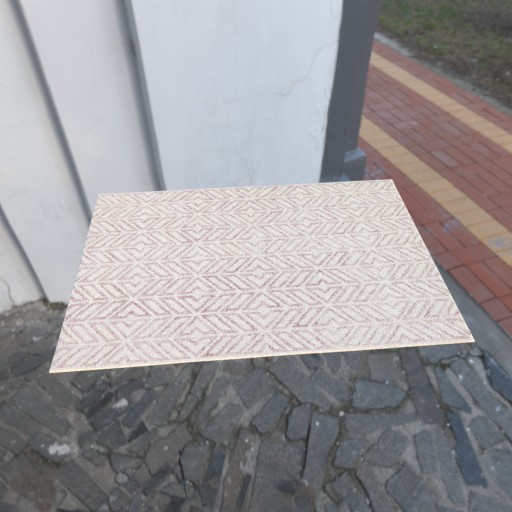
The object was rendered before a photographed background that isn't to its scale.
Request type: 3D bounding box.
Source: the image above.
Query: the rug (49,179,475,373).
[{"bbox_3d":[0.000,0.000,2.322,1.828,0.007,1.220,-3,45,-3],"label":"rug"}]
